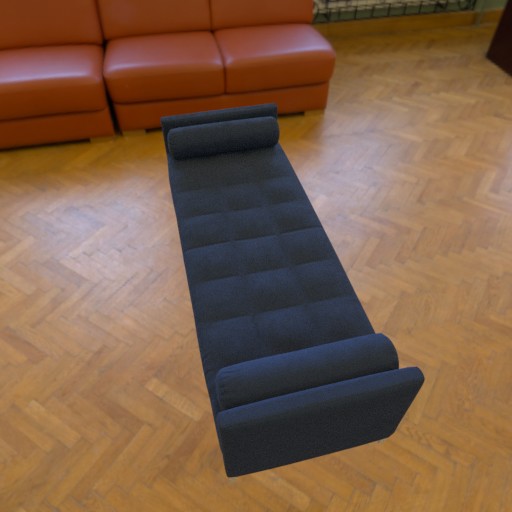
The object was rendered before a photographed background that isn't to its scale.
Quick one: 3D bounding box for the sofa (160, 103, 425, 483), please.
[{"bbox_3d":[0.000,0.000,2.470,0.797,0.657,2.102,-10,48,-9],"label":"sofa"}]
